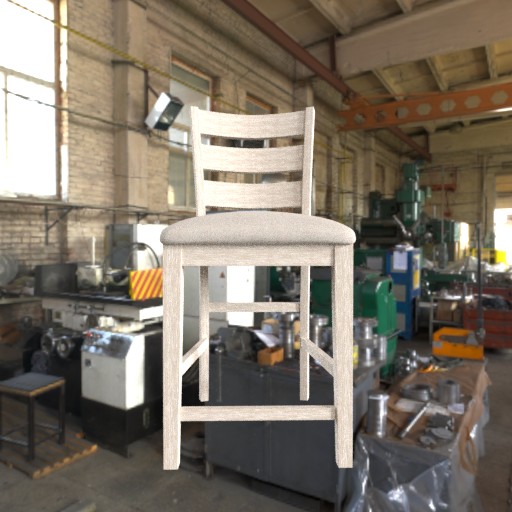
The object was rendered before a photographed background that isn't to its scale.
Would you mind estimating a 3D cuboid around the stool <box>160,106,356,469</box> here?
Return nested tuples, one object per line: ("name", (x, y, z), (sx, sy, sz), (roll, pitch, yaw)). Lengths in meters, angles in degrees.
("stool", (0.000, 0.000, 1.344), (0.484, 1.032, 0.569), (0, 2, -1))
